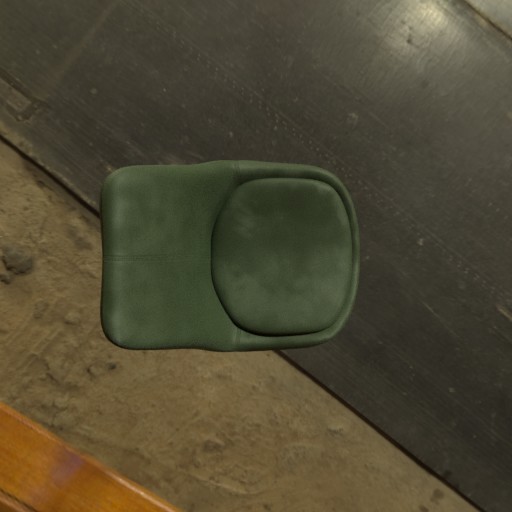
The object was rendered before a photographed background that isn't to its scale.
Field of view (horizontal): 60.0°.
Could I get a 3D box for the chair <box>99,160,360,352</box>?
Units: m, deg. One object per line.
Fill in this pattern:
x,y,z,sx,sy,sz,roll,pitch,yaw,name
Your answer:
0.000,0.000,1.195,0.547,0.865,0.483,0,91,0,chair
